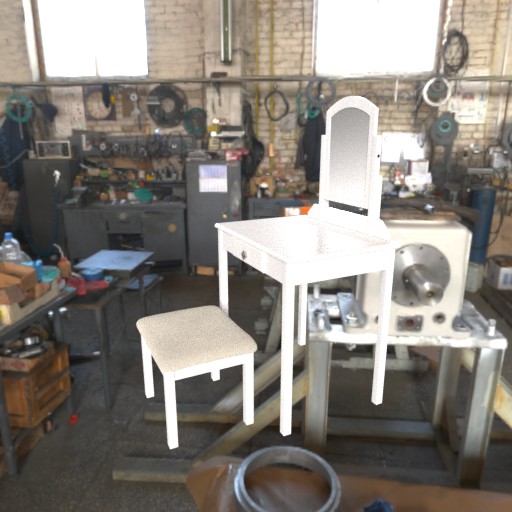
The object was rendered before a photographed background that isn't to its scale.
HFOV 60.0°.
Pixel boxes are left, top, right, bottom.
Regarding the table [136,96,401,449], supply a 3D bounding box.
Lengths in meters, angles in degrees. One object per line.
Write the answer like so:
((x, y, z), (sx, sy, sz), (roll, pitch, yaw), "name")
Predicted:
((0.000, 0.000, 2.345), (1.211, 1.631, 0.876), (-8, 17, -25), "table")
